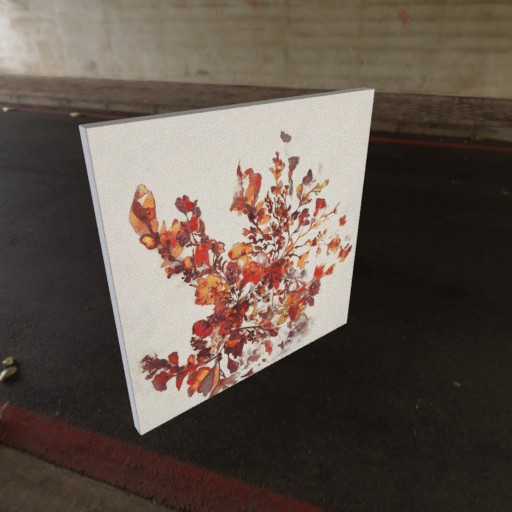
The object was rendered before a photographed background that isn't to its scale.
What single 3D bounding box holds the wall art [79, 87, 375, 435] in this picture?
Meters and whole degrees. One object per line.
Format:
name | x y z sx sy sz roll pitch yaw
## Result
wall art | 0.000 0.000 1.527 1.009 1.009 0.049 -20 34 -33
